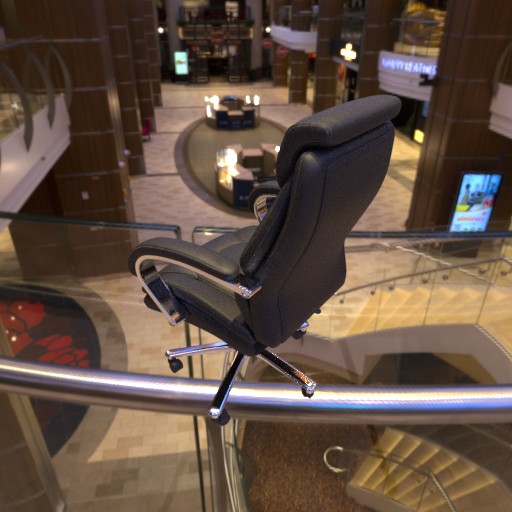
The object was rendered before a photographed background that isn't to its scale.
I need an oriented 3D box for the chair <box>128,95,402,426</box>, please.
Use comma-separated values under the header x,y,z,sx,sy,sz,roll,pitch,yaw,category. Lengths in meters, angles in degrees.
x,y,z,sx,sy,sz,roll,pitch,yaw,category
0.000,0.000,1.674,0.790,1.183,0.755,20,35,31,chair
